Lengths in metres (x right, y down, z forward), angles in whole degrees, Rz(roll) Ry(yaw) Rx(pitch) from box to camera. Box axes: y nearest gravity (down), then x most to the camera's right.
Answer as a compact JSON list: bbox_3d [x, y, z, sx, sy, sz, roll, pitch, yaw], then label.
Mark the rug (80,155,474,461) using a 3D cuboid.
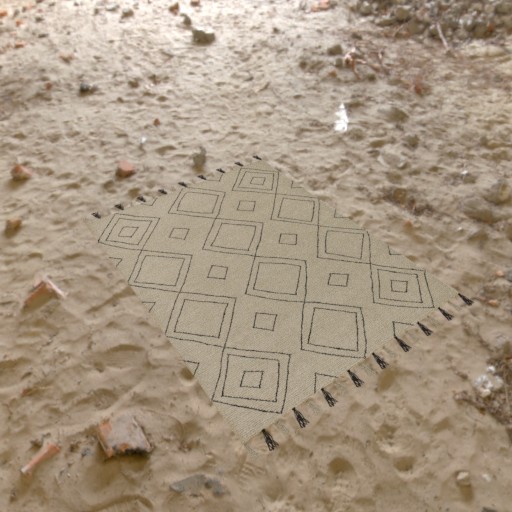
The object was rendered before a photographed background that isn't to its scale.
[{"bbox_3d":[0.000,0.000,4.298,2.342,0.026,3.221,-26,47,-26],"label":"rug"}]
